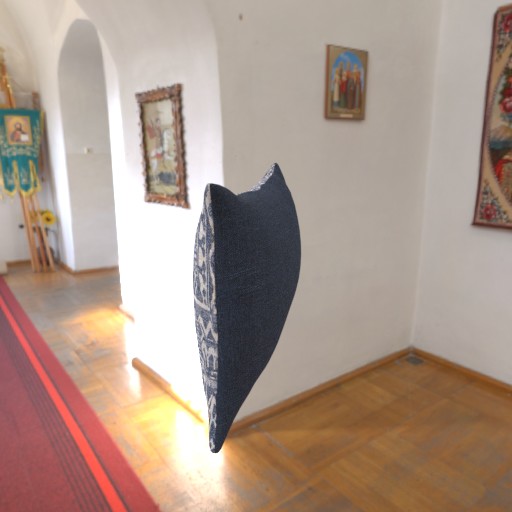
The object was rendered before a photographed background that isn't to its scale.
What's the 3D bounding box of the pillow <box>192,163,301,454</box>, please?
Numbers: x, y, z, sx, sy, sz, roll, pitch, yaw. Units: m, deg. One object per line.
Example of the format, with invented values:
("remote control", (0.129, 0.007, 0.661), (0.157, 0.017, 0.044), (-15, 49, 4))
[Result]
("pillow", (0.000, 0.000, 0.748), (0.148, 0.292, 0.631), (2, 14, 8))
